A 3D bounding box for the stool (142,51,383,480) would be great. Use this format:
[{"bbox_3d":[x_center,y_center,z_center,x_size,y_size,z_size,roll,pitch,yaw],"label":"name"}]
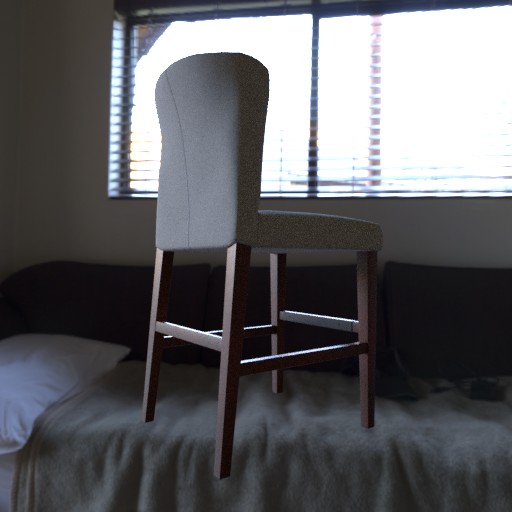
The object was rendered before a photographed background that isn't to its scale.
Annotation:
[{"bbox_3d":[0.000,0.000,1.283,0.568,0.968,0.479,0,-1,-36],"label":"stool"}]
